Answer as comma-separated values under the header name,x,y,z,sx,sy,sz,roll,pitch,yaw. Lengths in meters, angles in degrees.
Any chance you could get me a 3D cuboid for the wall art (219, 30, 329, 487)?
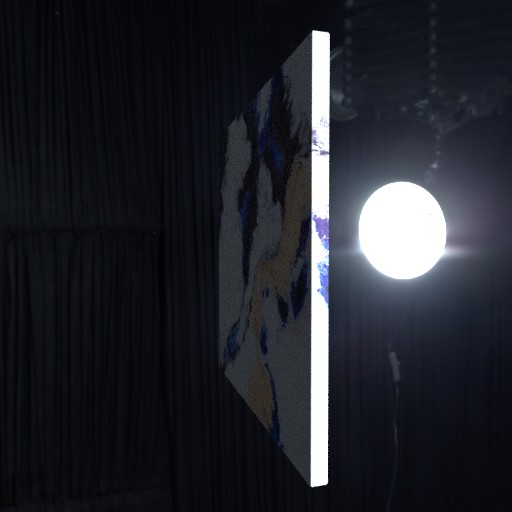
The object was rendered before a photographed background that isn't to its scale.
name,x,y,z,sx,sy,sz,roll,pitch,yaw
wall art,0.000,0.000,1.286,0.038,0.885,0.887,0,2,-16
